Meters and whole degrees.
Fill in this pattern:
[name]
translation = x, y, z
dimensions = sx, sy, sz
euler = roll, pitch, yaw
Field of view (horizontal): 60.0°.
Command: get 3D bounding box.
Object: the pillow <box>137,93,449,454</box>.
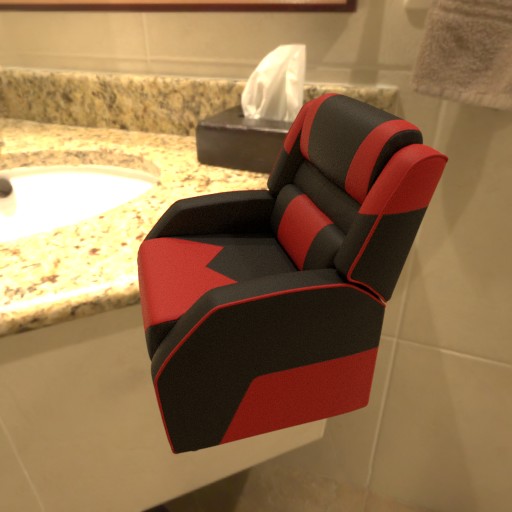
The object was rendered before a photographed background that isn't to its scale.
[pillow]
translation = 0.000, 0.000, 1.272
dimensions = 0.672, 0.805, 0.620
euler = -9, 31, -14
